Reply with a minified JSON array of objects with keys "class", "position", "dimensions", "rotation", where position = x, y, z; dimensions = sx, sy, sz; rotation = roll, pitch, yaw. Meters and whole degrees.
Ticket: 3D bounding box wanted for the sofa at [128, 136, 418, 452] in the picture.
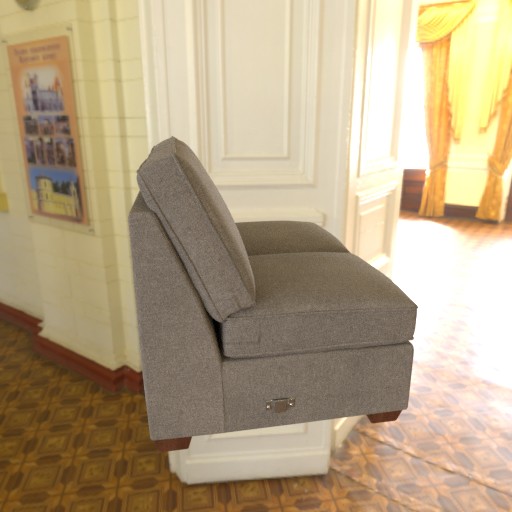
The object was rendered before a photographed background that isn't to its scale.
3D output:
[{"class":"sofa","position":[0.000,0.000,1.992],"dimensions":[0.951,1.008,1.237],"rotation":[-3,17,-10]}]
